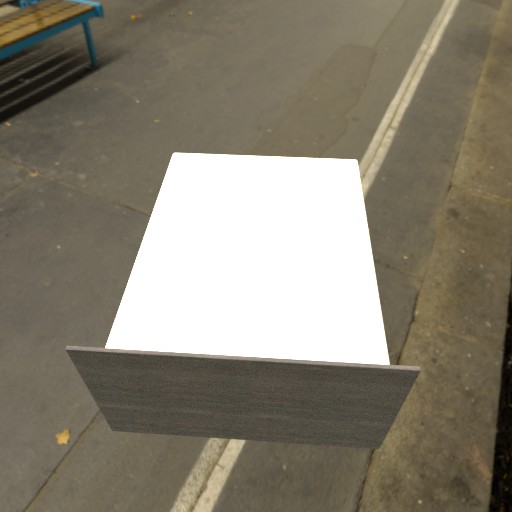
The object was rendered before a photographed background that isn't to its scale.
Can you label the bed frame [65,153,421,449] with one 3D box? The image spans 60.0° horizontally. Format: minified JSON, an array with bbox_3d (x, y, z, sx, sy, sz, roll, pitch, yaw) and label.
[{"bbox_3d":[0.000,0.000,2.683,1.400,0.800,1.900,3,46,3],"label":"bed frame"}]
